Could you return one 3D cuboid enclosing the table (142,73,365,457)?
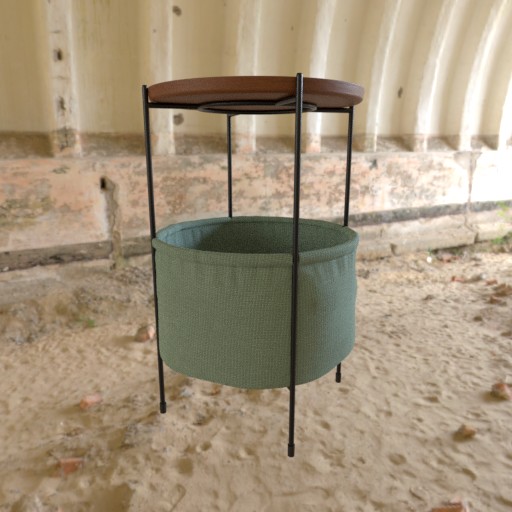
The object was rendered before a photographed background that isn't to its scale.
[{"bbox_3d":[0.000,0.000,0.881,0.400,0.623,0.400,7,16,26],"label":"table"}]
